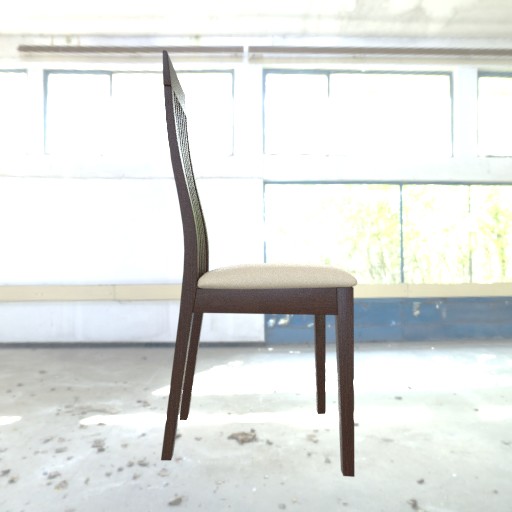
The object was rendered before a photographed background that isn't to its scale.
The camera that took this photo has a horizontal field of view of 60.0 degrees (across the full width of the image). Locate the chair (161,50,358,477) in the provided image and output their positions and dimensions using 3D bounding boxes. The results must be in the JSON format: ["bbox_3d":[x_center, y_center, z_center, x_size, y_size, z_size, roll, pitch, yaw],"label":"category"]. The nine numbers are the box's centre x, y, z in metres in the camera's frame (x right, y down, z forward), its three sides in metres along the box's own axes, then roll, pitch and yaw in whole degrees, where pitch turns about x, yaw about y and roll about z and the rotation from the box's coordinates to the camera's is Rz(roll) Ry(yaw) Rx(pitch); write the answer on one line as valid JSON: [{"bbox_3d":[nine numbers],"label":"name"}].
[{"bbox_3d":[0.000,0.000,1.249,0.474,1.027,0.460,0,0,0],"label":"chair"}]
